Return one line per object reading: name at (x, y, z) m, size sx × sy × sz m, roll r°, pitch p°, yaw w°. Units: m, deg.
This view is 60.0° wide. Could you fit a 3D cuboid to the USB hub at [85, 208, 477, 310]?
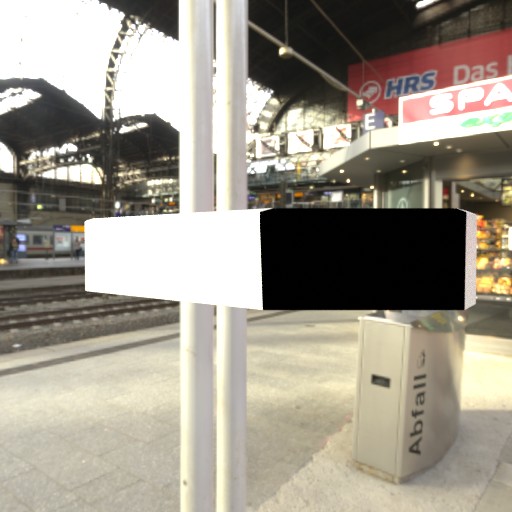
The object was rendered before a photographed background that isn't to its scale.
USB hub at (0.000, 0.000, 0.128) m, size 0.110 × 0.023 × 0.044 m, roll 1°, pitch 2°, yaw 37°
